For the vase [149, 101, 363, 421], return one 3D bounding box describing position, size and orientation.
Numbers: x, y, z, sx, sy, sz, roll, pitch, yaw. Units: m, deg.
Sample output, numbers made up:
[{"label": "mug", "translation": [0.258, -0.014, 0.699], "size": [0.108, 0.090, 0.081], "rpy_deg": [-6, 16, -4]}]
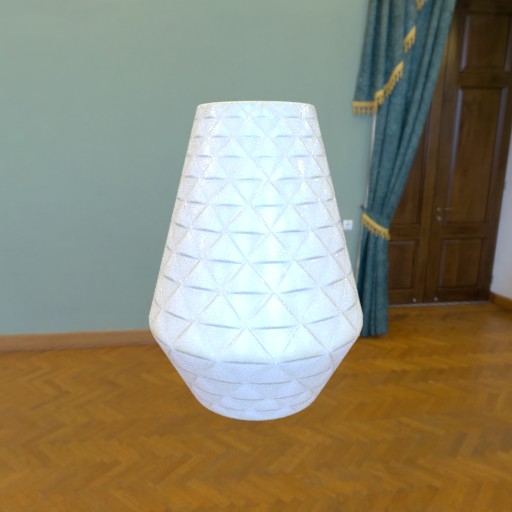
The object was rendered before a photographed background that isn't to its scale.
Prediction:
[{"label": "vase", "translation": [0.000, 0.000, 0.359], "size": [0.175, 0.230, 0.175], "rpy_deg": [0, 14, 0]}]
